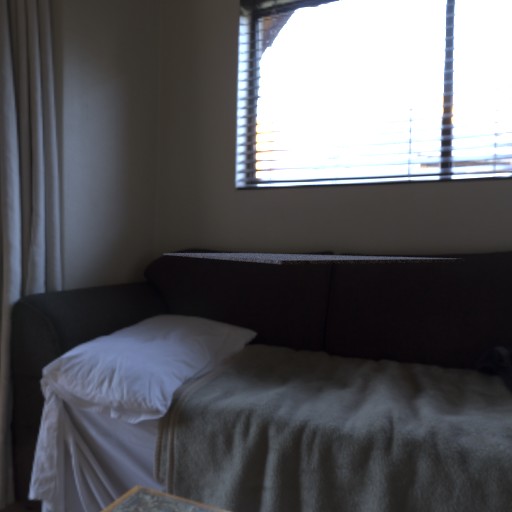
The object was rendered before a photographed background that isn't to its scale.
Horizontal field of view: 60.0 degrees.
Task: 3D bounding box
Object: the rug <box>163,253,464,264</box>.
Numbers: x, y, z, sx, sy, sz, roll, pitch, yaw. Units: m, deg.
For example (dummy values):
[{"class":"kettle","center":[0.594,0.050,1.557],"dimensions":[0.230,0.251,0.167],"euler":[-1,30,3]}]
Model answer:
[{"class":"rug","center":[0.000,0.000,2.472],"dimensions":[0.691,0.011,2.296],"euler":[0,1,-20]}]
